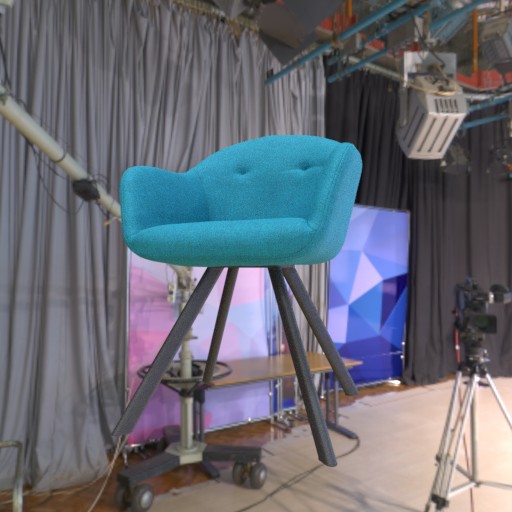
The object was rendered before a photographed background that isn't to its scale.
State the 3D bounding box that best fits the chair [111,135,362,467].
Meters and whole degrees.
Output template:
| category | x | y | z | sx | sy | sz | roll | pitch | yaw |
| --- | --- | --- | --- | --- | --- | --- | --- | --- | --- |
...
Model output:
| category | x | y | z | sx | sy | sz | roll | pitch | yaw |
| --- | --- | --- | --- | --- | --- | --- | --- | --- | --- |
| chair | 0.000 | 0.000 | 1.150 | 0.545 | 0.775 | 0.565 | 0 | -1 | 18 |
